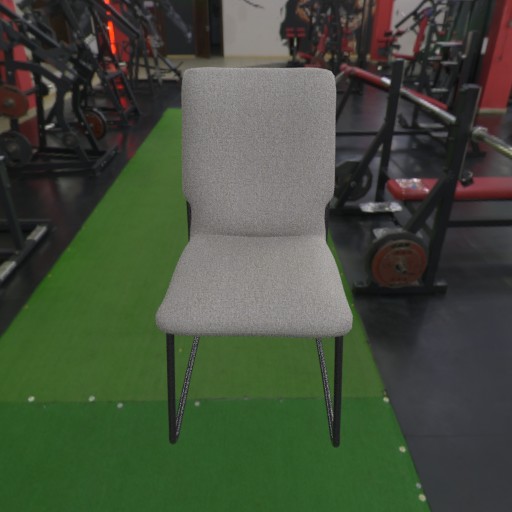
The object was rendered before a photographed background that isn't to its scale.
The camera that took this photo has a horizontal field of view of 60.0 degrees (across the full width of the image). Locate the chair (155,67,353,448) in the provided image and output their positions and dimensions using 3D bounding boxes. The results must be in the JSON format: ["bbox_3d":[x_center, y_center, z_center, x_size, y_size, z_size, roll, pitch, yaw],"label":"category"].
[{"bbox_3d":[0.000,0.000,1.170,0.448,0.864,0.560,1,30,1],"label":"chair"}]
